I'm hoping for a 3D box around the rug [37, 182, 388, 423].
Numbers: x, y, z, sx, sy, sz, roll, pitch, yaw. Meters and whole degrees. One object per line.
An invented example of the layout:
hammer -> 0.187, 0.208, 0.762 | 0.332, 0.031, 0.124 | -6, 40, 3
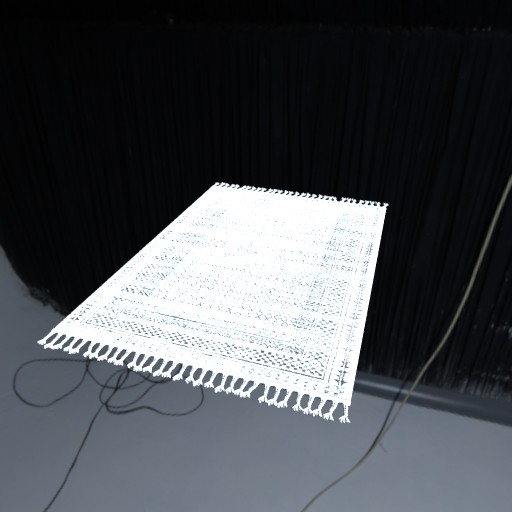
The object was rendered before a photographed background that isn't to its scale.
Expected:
rug -> 0.000, 0.000, 2.349 | 1.243, 0.013, 1.872 | 9, 32, 16
